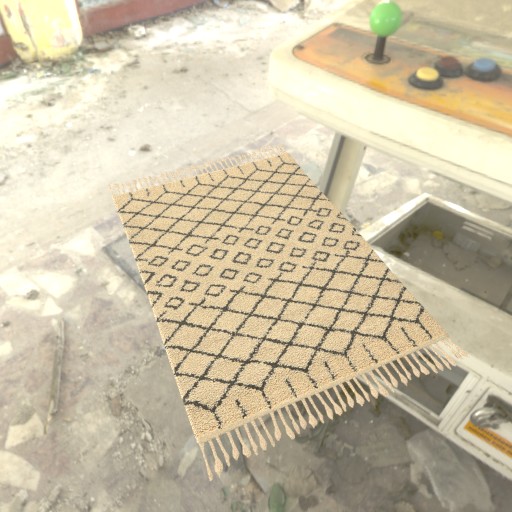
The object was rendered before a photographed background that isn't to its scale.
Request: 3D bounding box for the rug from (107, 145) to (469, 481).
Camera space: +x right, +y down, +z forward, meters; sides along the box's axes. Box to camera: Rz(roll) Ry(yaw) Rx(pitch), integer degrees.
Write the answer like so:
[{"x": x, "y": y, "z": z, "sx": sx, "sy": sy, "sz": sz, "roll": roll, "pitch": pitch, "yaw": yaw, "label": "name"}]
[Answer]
[{"x": 0.000, "y": 0.000, "z": 3.219, "sx": 1.664, "sy": 0.029, "sz": 2.615, "roll": -18, "pitch": 49, "yaw": -16, "label": "rug"}]
